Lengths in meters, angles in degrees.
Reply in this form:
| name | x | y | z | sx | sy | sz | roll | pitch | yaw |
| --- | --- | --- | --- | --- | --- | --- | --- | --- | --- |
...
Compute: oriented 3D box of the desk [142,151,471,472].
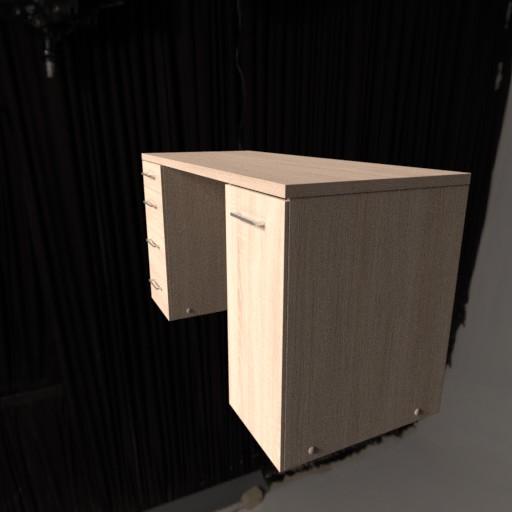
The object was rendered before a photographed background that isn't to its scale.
| name | x | y | z | sx | sy | sz | roll | pitch | yaw |
| --- | --- | --- | --- | --- | --- | --- | --- | --- | --- |
| desk | 0.000 | 0.000 | 1.754 | 0.600 | 0.740 | 1.390 | -8 | 18 | -25 |
